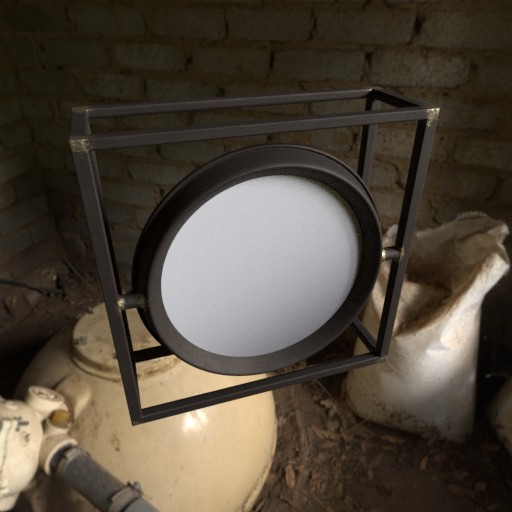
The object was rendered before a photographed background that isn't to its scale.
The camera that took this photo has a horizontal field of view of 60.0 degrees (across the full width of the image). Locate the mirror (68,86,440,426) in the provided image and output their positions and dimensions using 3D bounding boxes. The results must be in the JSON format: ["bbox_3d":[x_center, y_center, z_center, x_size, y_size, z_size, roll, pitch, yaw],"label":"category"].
[{"bbox_3d":[0.000,0.000,0.467,0.306,0.303,0.107,-10,33,-15],"label":"mirror"}]
